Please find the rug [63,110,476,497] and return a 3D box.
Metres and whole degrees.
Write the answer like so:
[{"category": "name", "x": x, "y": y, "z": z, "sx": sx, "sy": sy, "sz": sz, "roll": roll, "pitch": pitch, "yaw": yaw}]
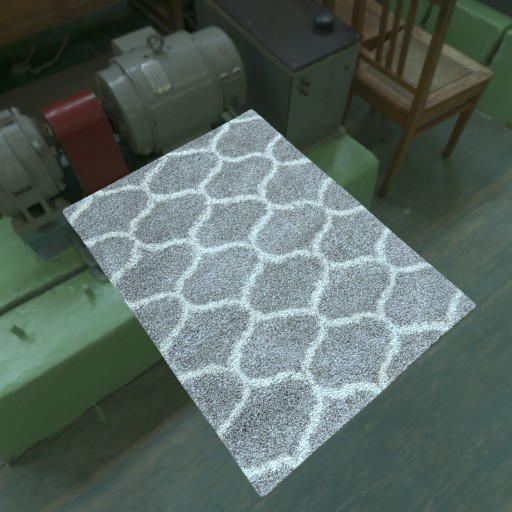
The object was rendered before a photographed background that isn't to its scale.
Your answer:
[{"category": "rug", "x": 0.000, "y": 0.000, "z": 2.067, "sx": 1.200, "sy": 0.025, "sz": 1.600, "roll": -34, "pitch": 64, "yaw": -19}]
